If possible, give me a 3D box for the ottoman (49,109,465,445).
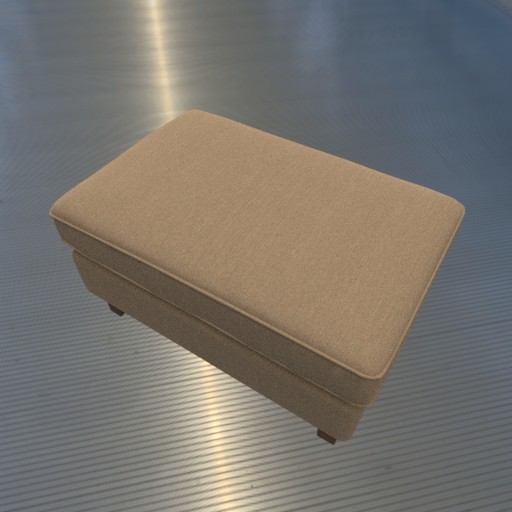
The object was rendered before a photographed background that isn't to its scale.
[{"bbox_3d":[0.000,0.000,1.298,0.945,0.521,0.636,25,51,22],"label":"ottoman"}]
